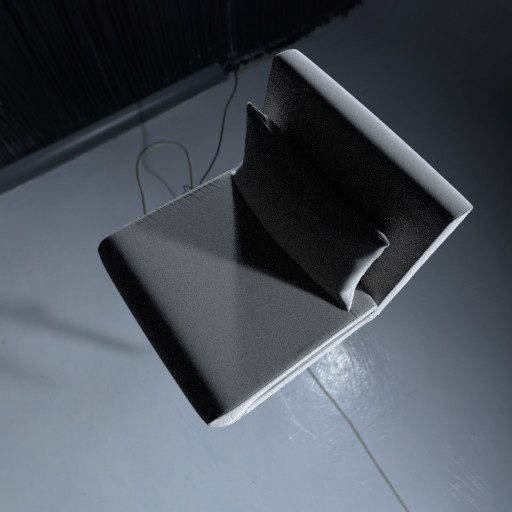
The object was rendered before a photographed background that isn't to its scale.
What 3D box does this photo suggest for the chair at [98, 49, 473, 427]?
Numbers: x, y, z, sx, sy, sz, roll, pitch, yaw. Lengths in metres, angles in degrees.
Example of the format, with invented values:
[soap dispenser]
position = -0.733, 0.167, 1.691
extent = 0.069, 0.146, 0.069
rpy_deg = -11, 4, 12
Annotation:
[chair]
position = 0.000, 0.000, 1.525
extent = 0.902, 0.808, 0.770
rpy_deg = -33, 68, -15
